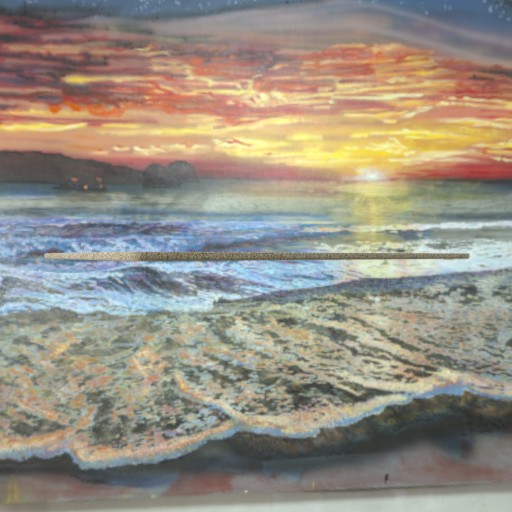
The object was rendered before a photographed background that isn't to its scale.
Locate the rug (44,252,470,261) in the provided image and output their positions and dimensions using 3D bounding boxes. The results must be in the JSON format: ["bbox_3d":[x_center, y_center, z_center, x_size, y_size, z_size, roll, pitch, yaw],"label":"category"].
[{"bbox_3d":[0.000,0.000,2.063,1.600,0.025,1.199,0,0,-36],"label":"rug"}]
